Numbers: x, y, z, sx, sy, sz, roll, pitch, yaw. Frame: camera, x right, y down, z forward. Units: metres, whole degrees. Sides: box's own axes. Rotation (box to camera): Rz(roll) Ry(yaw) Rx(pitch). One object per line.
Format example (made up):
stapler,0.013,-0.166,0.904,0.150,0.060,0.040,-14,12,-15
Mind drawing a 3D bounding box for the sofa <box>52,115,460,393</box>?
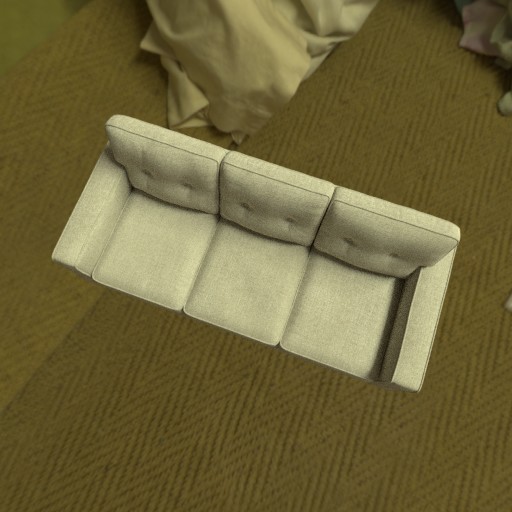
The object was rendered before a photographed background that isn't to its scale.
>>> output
sofa,0.000,0.000,2.640,2.133,0.965,0.939,19,76,5
